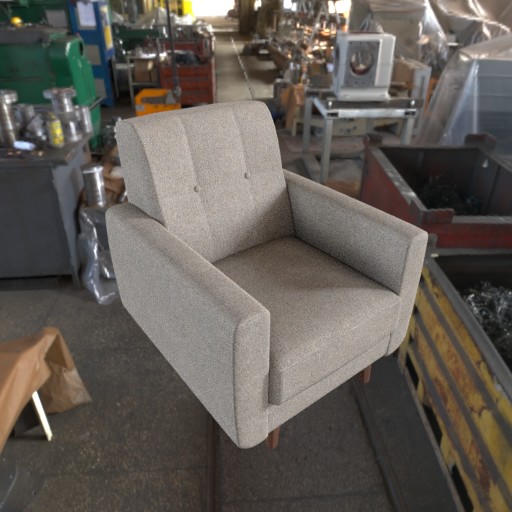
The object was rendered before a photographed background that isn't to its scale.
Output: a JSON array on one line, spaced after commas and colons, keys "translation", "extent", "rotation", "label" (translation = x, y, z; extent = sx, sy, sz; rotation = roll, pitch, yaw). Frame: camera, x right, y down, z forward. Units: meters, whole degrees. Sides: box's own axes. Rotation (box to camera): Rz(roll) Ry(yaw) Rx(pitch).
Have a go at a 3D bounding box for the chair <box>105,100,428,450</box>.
[{"translation": [0.000, 0.000, 1.685], "extent": [0.845, 0.968, 0.942], "rotation": [-22, 37, -32], "label": "chair"}]
